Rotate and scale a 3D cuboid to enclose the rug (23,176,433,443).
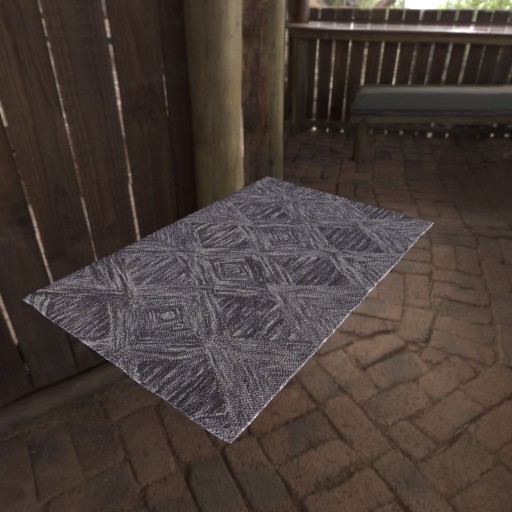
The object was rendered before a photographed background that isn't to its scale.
[{"bbox_3d":[0.000,0.000,2.237,1.186,0.012,1.814,22,38,31],"label":"rug"}]
